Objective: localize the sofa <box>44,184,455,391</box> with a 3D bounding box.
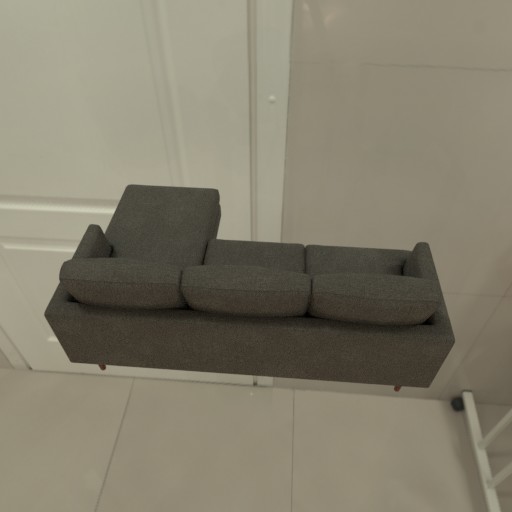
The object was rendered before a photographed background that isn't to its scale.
[{"bbox_3d":[0.000,0.000,3.037,2.233,0.956,1.504,3,46,3],"label":"sofa"}]
